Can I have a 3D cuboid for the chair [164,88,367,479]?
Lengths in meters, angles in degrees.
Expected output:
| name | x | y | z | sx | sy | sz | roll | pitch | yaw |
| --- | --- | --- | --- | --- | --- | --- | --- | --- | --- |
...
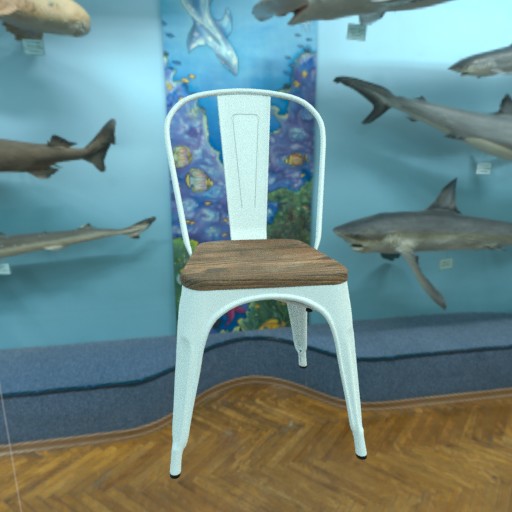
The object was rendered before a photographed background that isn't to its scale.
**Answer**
| name | x | y | z | sx | sy | sz | roll | pitch | yaw |
| --- | --- | --- | --- | --- | --- | --- | --- | --- | --- |
| chair | 0.000 | 0.000 | 1.131 | 0.452 | 0.851 | 0.521 | -2 | 15 | -8 |
